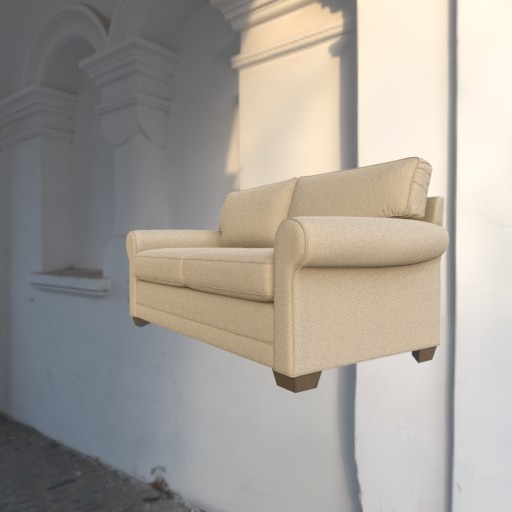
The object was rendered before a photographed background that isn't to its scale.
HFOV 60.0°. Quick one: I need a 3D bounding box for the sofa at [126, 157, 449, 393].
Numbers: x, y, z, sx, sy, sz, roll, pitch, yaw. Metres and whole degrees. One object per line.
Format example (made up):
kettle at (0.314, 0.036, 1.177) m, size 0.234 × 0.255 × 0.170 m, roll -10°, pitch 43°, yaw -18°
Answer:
sofa at (0.000, 0.000, 2.520) m, size 0.940 × 0.952 × 1.930 m, roll -1°, pitch 2°, yaw -35°
